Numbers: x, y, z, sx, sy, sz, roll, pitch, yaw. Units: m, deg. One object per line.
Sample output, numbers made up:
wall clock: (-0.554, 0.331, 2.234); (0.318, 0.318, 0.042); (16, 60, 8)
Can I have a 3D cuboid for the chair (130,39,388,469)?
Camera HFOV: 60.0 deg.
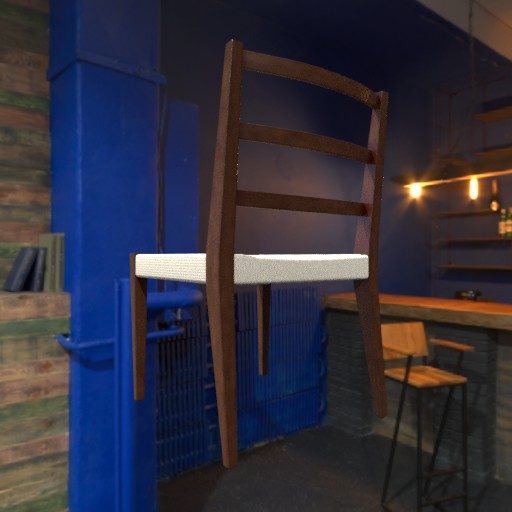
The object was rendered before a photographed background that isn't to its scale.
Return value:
chair: (0.000, 0.000, 1.165); (0.480, 0.813, 0.551); (0, 0, -36)
